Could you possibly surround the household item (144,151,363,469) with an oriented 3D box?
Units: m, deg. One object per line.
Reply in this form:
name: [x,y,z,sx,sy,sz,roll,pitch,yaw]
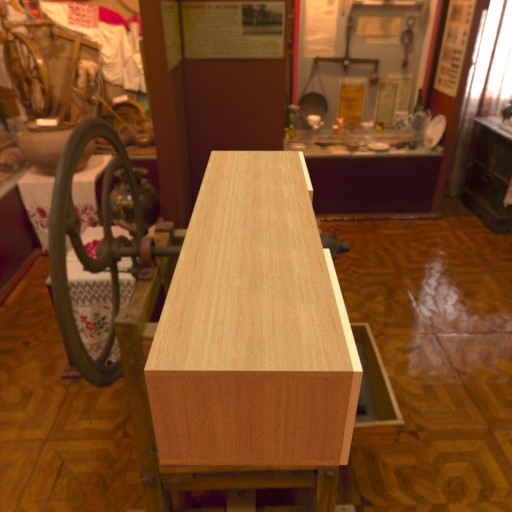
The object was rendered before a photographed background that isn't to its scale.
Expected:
household item: [0.000,0.000,1.531,0.420,0.310,1.400,0,30,0]
